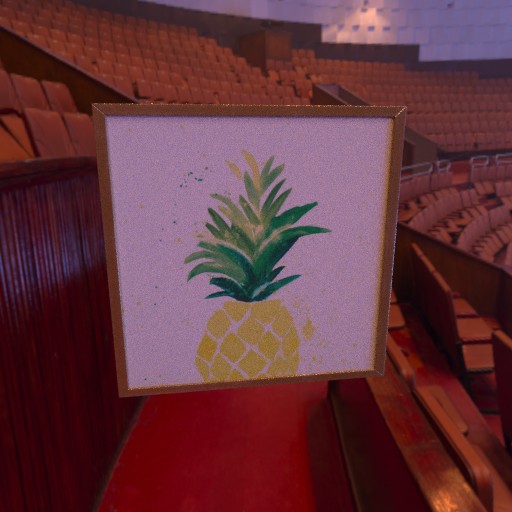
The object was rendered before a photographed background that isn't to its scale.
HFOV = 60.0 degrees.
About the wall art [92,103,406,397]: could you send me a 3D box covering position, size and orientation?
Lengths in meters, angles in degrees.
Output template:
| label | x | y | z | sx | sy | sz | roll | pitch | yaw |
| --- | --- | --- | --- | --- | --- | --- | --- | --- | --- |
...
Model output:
| label | x | y | z | sx | sy | sz | roll | pitch | yaw |
| --- | --- | --- | --- | --- | --- | --- | --- | --- | --- |
| wall art | 0.000 | 0.000 | 1.181 | 0.762 | 0.760 | 0.037 | -2 | 15 | -8 |
